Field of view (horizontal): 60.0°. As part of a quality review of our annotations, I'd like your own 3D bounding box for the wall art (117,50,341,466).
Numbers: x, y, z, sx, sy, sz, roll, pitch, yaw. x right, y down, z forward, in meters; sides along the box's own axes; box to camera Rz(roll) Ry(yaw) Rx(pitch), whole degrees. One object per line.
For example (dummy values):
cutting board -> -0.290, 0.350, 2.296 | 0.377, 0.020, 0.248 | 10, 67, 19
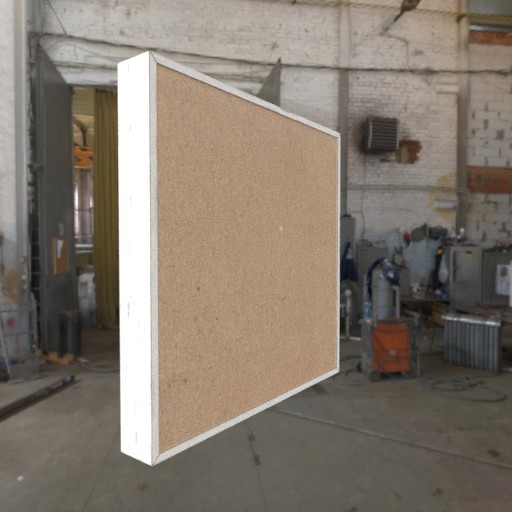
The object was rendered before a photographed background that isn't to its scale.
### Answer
wall art -> 0.000, 0.000, 0.457 | 0.038, 0.305, 0.305 | 1, 2, 37
